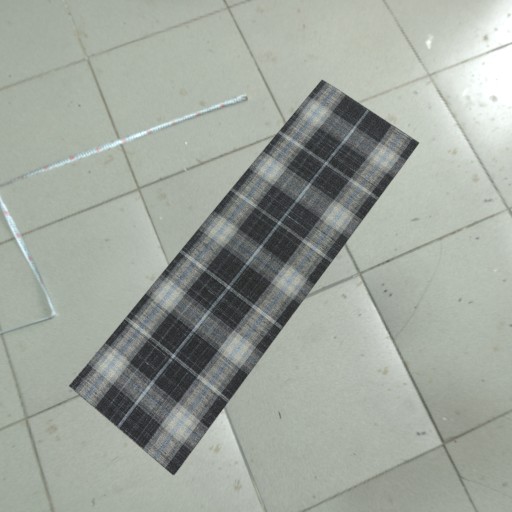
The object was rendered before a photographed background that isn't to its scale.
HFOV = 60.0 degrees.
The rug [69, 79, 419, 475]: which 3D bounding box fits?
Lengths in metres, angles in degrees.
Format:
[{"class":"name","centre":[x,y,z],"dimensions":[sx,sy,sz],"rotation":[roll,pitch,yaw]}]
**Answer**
[{"class":"rug","centre":[0.000,0.000,2.629],"dimensions":[0.760,0.012,2.434],"rotation":[36,79,8]}]
